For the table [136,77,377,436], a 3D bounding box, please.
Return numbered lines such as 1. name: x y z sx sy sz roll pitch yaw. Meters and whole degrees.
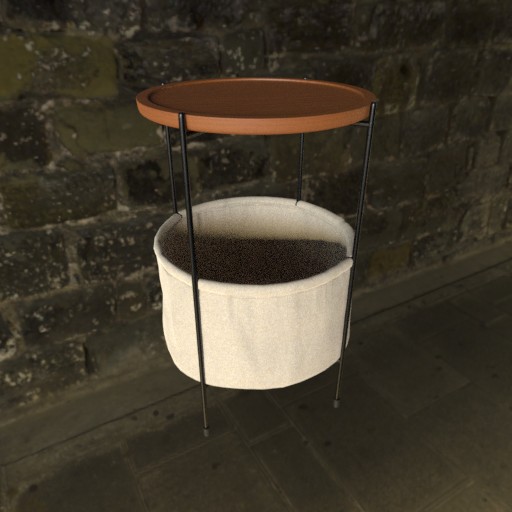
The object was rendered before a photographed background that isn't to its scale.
1. table: 0.000 0.000 0.884 0.393 0.623 0.393 -8 30 -13
